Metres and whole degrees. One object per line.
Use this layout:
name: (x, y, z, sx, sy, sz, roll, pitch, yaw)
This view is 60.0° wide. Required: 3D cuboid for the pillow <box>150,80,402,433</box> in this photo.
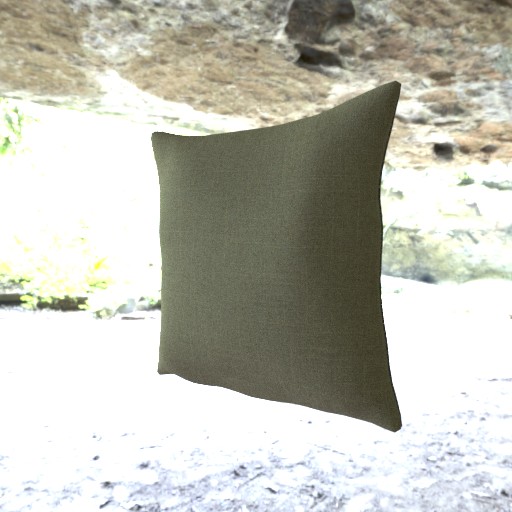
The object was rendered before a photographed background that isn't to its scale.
pillow: (0.000, 0.000, 0.665, 0.435, 0.432, 0.138, 1, 2, 35)
